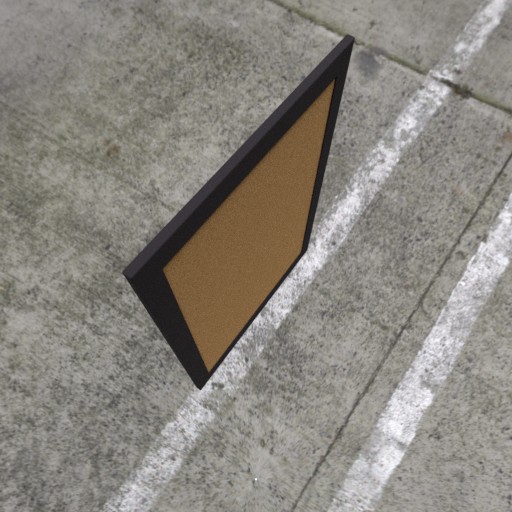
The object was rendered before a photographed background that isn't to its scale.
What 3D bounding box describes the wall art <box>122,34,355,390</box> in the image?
[{"bbox_3d":[0.000,0.000,0.678,0.012,0.529,0.374,33,68,15],"label":"wall art"}]
